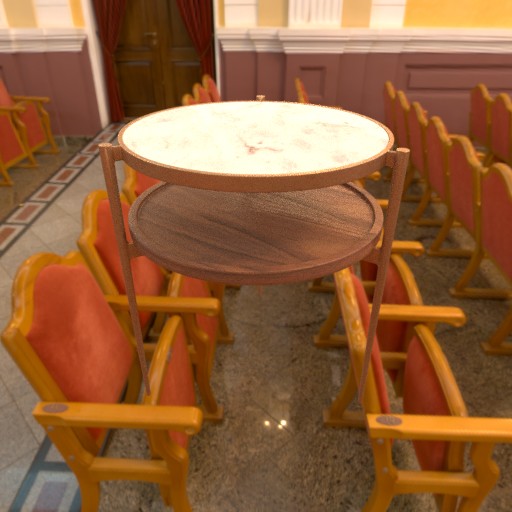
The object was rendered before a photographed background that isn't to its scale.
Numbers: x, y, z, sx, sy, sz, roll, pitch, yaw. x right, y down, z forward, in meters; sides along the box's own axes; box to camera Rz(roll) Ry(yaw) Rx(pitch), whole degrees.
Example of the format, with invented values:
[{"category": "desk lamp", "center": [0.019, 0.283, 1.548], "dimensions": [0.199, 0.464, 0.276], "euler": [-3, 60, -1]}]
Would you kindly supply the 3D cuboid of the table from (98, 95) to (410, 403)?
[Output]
[{"category": "table", "center": [0.000, 0.000, 0.835], "dimensions": [0.430, 0.493, 0.456], "euler": [1, 31, 2]}]
